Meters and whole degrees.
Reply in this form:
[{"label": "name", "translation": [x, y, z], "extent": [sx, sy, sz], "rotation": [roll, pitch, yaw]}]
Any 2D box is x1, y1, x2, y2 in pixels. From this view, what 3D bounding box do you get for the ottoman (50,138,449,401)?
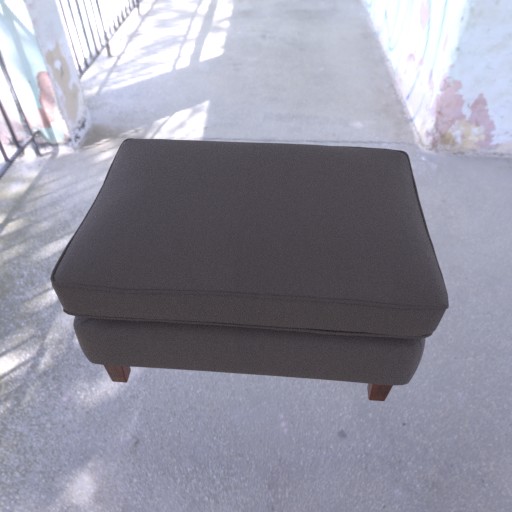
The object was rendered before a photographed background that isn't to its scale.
[{"label": "ottoman", "translation": [0.000, 0.000, 0.987], "extent": [0.686, 0.406, 0.508], "rotation": [3, 46, 3]}]
